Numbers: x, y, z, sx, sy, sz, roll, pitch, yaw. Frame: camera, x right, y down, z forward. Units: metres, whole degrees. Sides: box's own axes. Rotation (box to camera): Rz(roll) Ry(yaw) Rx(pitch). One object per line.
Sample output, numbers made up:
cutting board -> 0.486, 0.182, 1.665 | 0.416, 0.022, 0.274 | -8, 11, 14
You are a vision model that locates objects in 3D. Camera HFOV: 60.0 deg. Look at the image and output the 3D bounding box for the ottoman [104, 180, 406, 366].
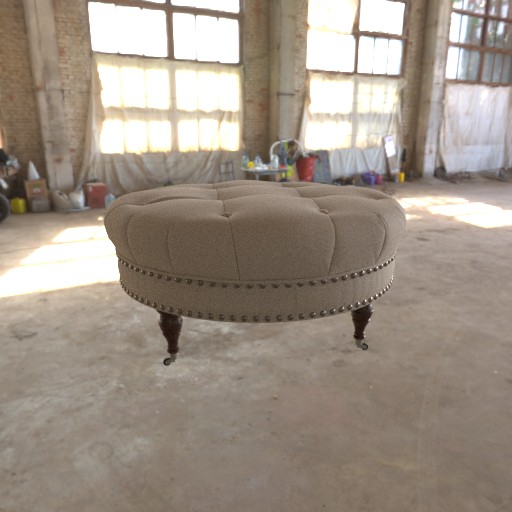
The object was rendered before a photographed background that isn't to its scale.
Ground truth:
ottoman -> 0.000, 0.000, 1.422 | 0.901, 0.439, 0.901 | 0, 16, 0
